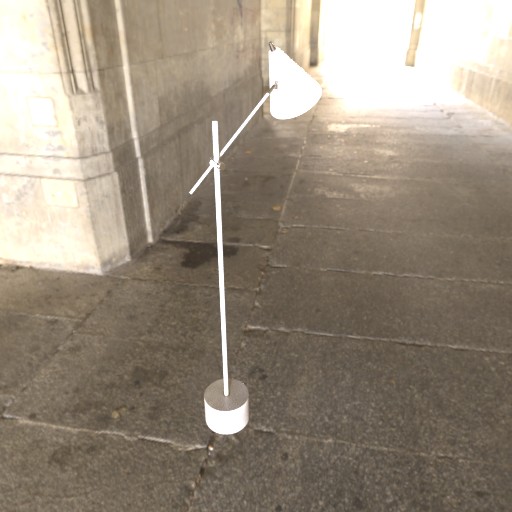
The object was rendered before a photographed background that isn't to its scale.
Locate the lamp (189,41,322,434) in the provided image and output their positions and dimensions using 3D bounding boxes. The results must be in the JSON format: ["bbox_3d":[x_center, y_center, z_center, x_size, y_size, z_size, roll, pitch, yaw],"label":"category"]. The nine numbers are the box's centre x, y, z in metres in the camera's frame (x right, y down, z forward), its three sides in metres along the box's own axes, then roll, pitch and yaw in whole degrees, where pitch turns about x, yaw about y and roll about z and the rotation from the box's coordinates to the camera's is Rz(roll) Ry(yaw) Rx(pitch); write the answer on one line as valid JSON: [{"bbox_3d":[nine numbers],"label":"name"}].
[{"bbox_3d":[0.000,0.000,1.644,0.508,1.430,0.223,-18,33,-30],"label":"lamp"}]
